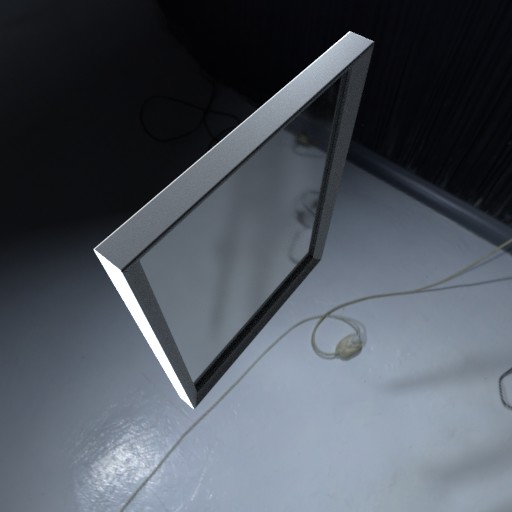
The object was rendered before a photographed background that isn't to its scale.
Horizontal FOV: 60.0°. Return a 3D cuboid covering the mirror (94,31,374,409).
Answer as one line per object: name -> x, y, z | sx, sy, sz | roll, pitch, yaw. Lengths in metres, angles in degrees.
mirror -> 0.000, 0.000, 0.673 | 0.041, 0.509, 0.406 | 34, 65, 19
